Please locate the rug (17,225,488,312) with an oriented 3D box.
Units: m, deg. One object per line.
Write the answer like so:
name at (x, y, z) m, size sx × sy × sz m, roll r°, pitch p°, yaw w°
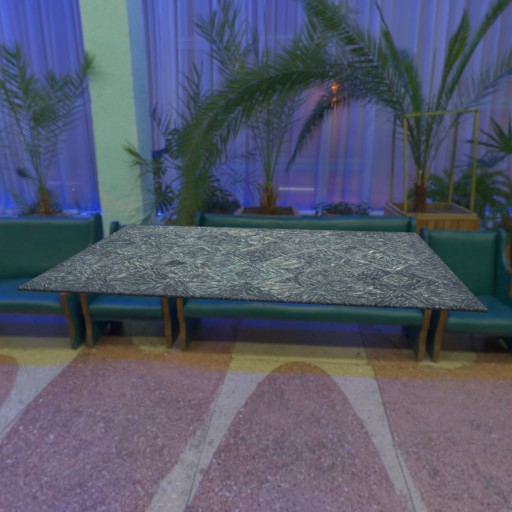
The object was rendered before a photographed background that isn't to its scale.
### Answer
rug at (0.000, 0.000, 2.872) m, size 2.330 × 0.017 × 1.478 m, roll 2°, pitch 17°, yaw 7°
